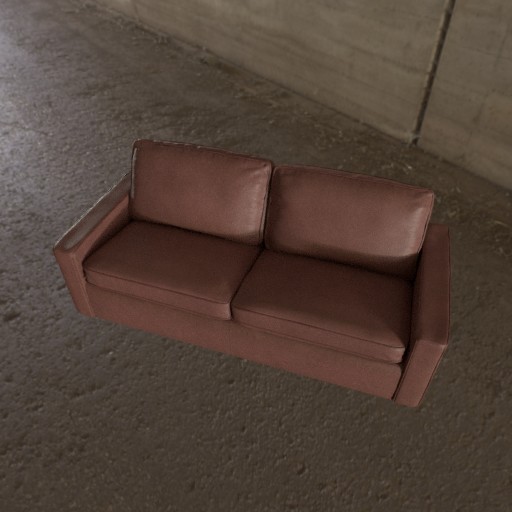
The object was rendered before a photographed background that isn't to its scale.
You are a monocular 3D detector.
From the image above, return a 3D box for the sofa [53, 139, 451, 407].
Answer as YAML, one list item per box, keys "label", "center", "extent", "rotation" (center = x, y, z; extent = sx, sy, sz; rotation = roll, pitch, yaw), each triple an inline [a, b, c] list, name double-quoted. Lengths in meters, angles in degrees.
- label: "sofa"
  center: [0.000, 0.000, 2.558]
  extent: [2.080, 0.919, 0.940]
  rotation: [12, 44, 13]
